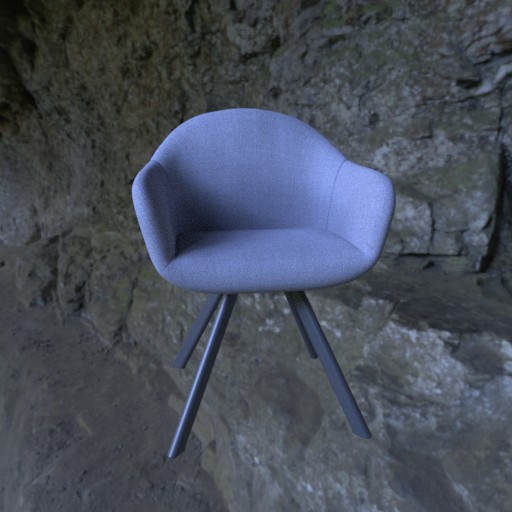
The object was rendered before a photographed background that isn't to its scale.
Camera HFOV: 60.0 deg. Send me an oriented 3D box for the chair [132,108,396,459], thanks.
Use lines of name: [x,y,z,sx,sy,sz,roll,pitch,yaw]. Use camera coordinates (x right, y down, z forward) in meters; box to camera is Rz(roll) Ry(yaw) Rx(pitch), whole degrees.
chair: [0.000,0.000,1.206,0.590,0.795,0.550,-2,15,-8]
